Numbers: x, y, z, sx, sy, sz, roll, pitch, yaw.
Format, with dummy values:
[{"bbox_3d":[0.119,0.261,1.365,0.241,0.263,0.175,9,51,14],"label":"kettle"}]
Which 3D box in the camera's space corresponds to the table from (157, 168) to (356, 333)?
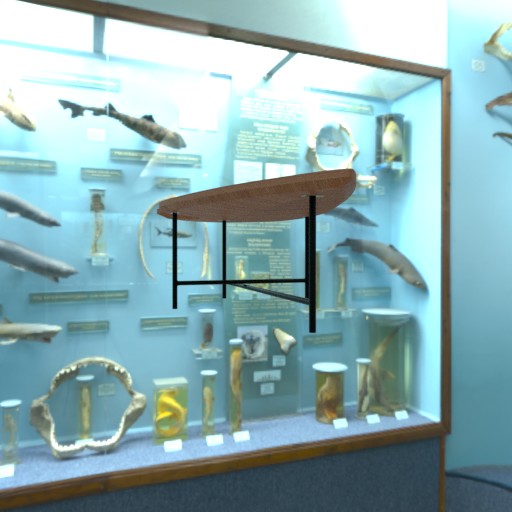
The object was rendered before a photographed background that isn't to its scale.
[{"bbox_3d":[0.000,0.000,1.462,0.598,0.360,1.199,0,0,-19],"label":"table"}]
